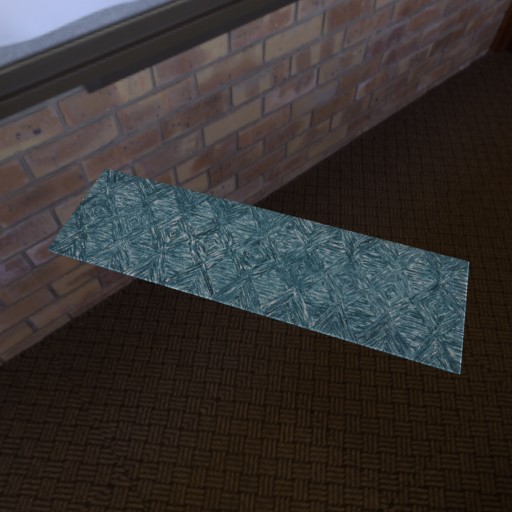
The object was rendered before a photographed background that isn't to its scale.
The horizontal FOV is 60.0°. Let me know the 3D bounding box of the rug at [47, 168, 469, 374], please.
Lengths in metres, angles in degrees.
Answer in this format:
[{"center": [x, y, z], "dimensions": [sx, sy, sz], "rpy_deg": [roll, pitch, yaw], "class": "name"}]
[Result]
[{"center": [0.000, 0.000, 2.502], "dimensions": [2.286, 0.016, 0.676], "rpy_deg": [15, 58, 10], "class": "rug"}]
